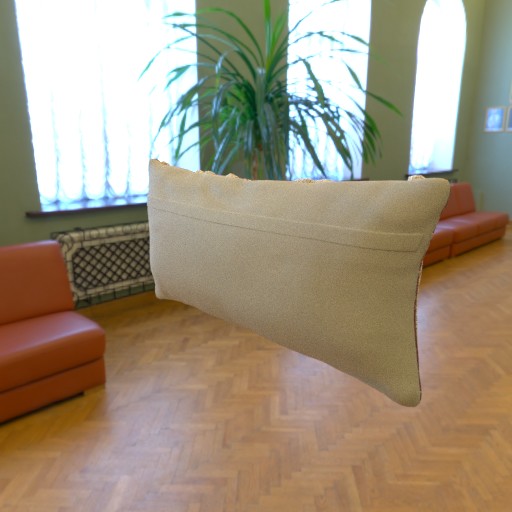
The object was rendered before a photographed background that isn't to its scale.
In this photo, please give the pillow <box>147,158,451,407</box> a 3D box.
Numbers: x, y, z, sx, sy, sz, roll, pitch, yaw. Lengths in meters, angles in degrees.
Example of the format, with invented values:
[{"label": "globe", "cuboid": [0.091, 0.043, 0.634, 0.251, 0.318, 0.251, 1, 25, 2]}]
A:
[{"label": "pillow", "cuboid": [0.000, 0.000, 0.720, 0.161, 0.295, 0.608, -14, 20, -42]}]
